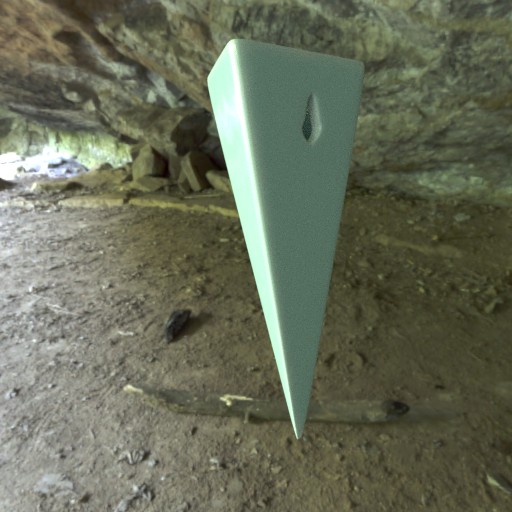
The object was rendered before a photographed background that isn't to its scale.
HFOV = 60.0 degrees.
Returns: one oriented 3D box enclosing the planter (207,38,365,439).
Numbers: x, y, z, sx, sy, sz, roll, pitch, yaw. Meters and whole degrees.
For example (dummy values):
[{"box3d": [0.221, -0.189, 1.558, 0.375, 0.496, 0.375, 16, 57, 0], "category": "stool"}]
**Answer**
[{"box3d": [0.000, 0.000, 0.218, 0.064, 0.178, 0.080, 15, 22, 43], "category": "planter"}]
